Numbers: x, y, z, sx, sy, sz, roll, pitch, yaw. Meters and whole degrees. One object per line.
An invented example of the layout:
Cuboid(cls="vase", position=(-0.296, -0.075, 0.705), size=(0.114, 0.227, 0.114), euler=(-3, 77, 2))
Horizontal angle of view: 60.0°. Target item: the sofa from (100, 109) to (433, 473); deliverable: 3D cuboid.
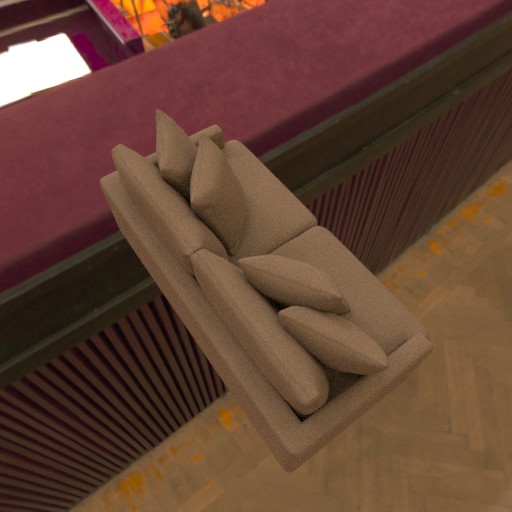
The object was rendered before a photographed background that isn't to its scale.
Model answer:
Cuboid(cls="sofa", position=(0.000, 0.000, 3.068), size=(1.228, 1.084, 2.380), euler=(-31, 62, -18))
